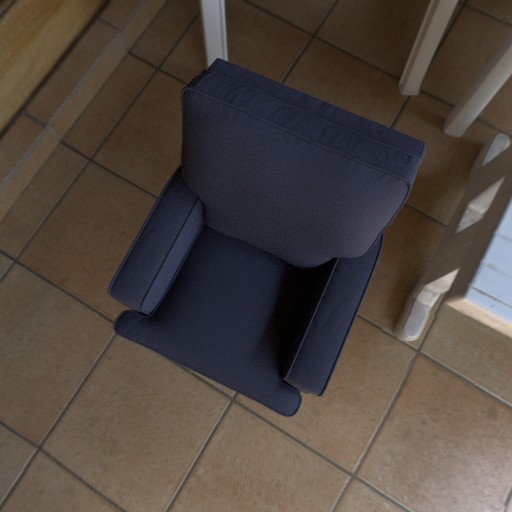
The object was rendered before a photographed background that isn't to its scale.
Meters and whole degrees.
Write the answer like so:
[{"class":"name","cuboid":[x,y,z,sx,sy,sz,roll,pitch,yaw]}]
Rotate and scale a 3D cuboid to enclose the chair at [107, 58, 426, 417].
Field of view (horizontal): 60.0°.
[{"class":"chair","cuboid":[0.000,0.000,1.669,0.861,0.962,0.964,24,78,6]}]
